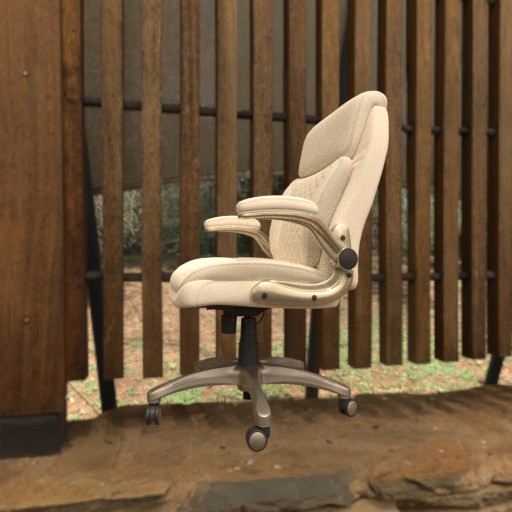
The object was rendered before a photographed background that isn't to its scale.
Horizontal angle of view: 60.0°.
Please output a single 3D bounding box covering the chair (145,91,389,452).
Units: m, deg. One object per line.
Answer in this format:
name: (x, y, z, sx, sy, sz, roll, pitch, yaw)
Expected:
chair: (0.000, 0.000, 1.622, 0.794, 1.110, 0.740, 0, 0, -18)
